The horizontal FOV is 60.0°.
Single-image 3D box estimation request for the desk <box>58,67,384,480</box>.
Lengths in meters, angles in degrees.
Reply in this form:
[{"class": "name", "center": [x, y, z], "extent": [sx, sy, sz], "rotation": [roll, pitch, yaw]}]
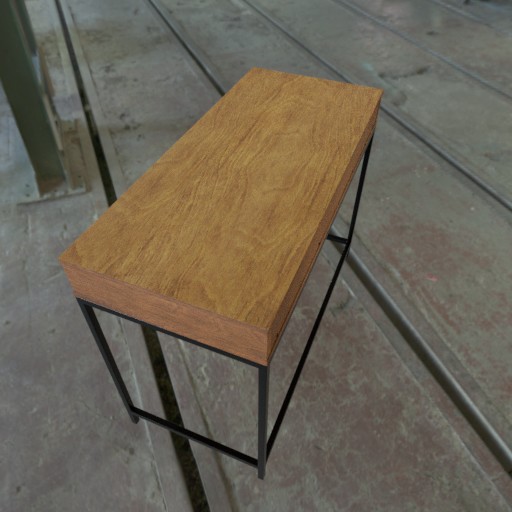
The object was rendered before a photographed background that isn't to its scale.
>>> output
[{"class": "desk", "center": [0.000, 0.000, 1.434], "extent": [0.470, 0.762, 1.016], "rotation": [17, 48, 16]}]
